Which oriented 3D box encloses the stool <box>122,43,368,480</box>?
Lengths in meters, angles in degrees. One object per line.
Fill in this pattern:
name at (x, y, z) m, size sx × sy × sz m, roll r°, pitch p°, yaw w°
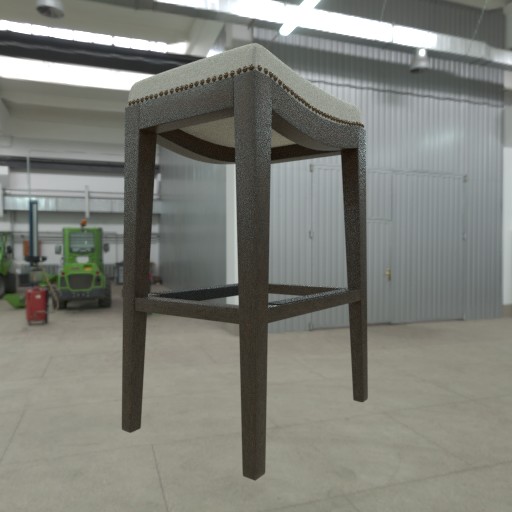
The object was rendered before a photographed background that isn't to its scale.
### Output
stool at (0.000, 0.000, 1.047) m, size 0.358 × 0.759 × 0.498 m, roll 1°, pitch 1°, yaw 36°
